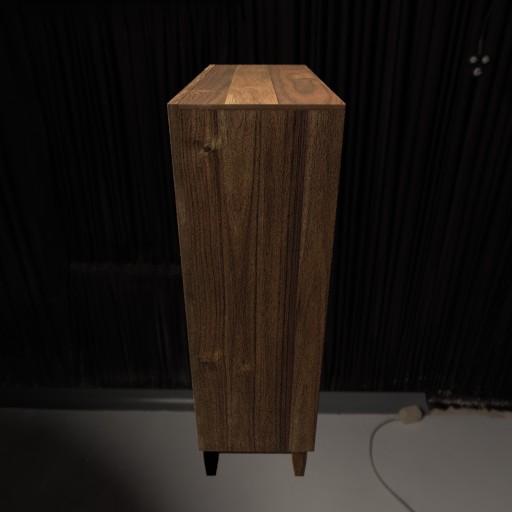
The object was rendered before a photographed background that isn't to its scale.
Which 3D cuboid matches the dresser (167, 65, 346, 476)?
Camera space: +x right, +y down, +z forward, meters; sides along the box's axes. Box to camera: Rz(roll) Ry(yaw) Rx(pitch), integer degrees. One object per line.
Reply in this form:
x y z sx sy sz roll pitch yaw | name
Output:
0.000 0.000 1.861 0.442 1.393 1.062 0 28 0 | dresser
